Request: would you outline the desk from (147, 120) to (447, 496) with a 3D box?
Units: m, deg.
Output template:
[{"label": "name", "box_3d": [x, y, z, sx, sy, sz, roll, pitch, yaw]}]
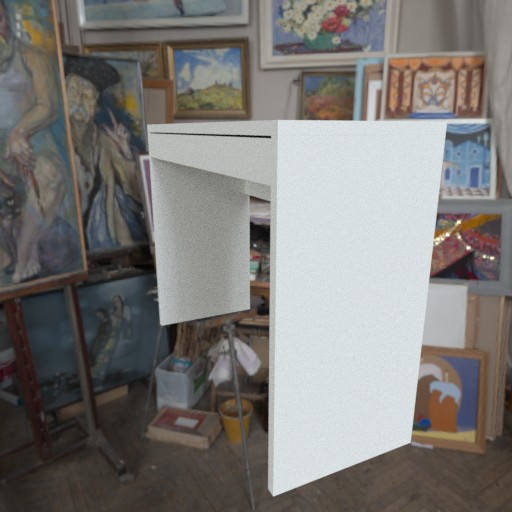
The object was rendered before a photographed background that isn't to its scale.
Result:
[{"label": "desk", "box_3d": [0.000, 0.000, 1.380, 0.400, 0.790, 1.000, -8, 18, -25]}]
